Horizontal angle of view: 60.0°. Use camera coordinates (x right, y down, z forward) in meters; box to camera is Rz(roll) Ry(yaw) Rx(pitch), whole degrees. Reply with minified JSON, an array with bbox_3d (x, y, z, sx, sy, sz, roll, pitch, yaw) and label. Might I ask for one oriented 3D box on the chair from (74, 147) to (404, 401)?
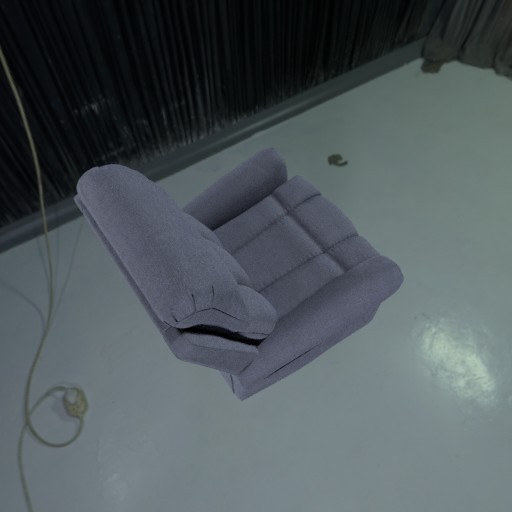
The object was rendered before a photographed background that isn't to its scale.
[{"bbox_3d":[0.000,0.000,1.752,0.979,1.031,0.871,-31,62,-18],"label":"chair"}]
